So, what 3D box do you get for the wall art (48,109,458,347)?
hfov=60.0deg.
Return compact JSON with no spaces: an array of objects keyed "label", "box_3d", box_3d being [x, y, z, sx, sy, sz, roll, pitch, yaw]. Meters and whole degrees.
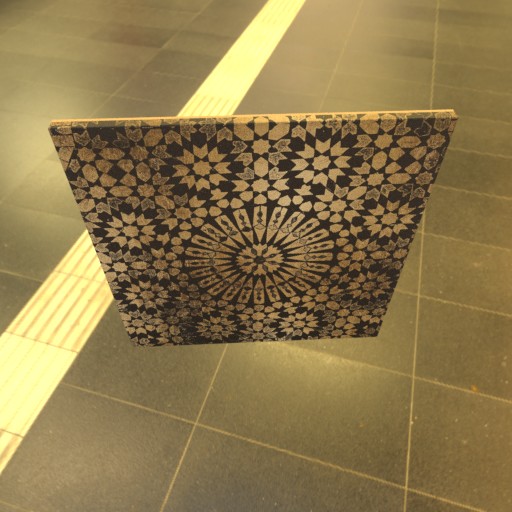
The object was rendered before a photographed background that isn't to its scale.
[{"label":"wall art","box_3d":[0.000,0.000,1.330,0.914,0.914,0.038,-2,48,-2]}]
